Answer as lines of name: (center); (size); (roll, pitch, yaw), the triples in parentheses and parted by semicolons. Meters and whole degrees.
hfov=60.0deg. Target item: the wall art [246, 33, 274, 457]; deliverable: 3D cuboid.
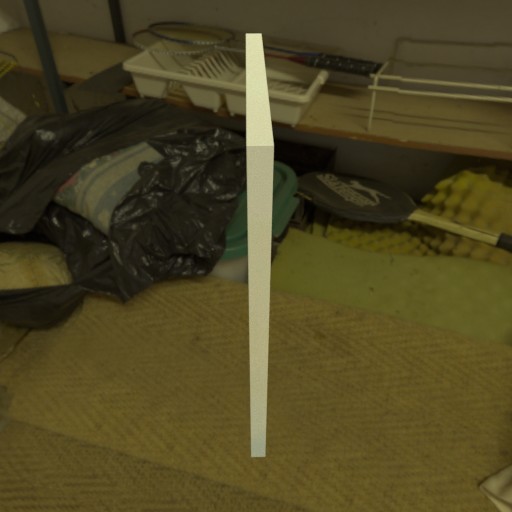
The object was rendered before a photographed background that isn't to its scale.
wall art: (0.000, 0.000, 1.148); (0.039, 0.915, 0.612); (-1, 40, -1)
